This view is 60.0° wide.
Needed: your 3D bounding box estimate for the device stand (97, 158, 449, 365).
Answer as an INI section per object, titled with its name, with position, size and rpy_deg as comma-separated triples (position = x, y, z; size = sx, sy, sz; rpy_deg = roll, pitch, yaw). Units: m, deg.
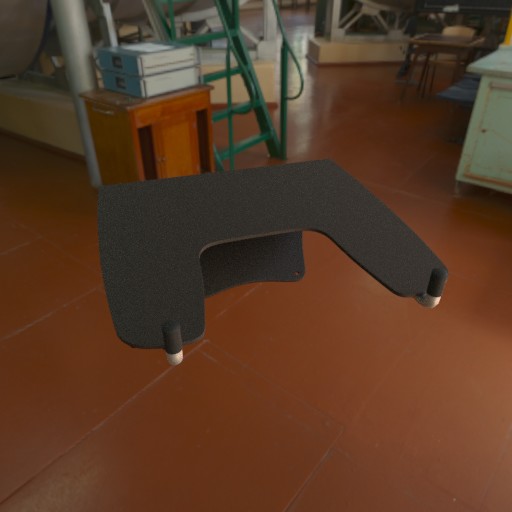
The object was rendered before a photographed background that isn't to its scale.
[device stand]
position = 0.000, 0.000, 0.351
size = 0.230, 0.092, 0.230
rpy_deg = -10, 35, -14
